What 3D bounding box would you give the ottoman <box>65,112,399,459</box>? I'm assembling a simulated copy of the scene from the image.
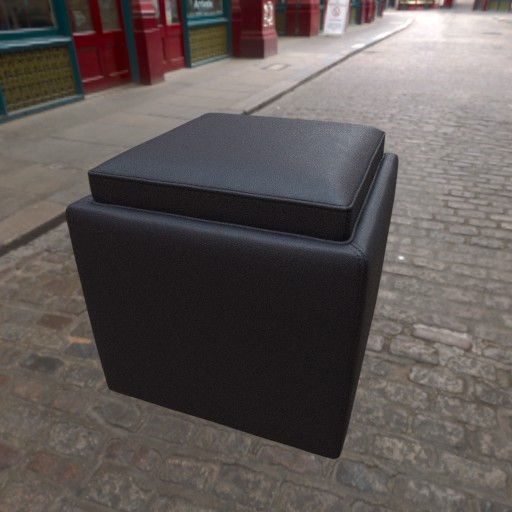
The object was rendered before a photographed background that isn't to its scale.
[{"bbox_3d":[0.000,0.000,0.829,0.450,0.460,0.451,10,31,17],"label":"ottoman"}]
